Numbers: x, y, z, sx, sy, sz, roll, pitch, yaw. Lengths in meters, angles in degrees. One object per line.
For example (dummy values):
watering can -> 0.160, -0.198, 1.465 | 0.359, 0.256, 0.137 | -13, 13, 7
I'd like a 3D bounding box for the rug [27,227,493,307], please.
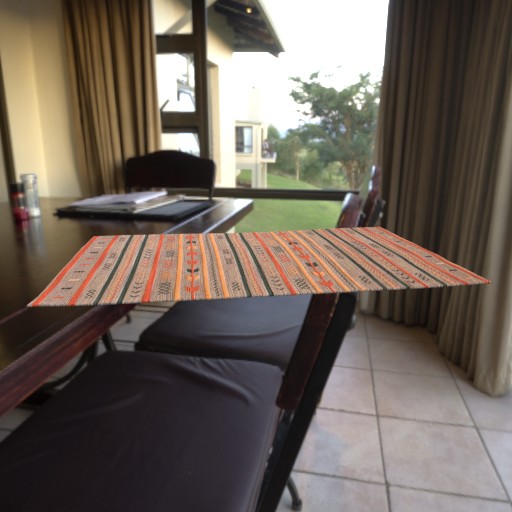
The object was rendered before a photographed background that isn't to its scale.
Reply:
rug -> 0.000, 0.000, 3.017 | 2.439, 0.029, 1.537 | -2, 16, -8
